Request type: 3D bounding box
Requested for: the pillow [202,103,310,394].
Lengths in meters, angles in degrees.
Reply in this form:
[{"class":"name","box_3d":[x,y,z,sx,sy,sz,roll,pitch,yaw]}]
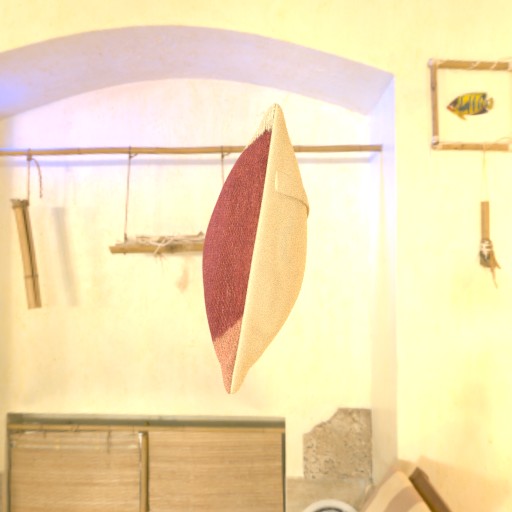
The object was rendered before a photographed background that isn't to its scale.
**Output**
[{"class":"pillow","box_3d":[0.000,0.000,0.739,0.155,0.292,0.609,0,-2,1]}]
